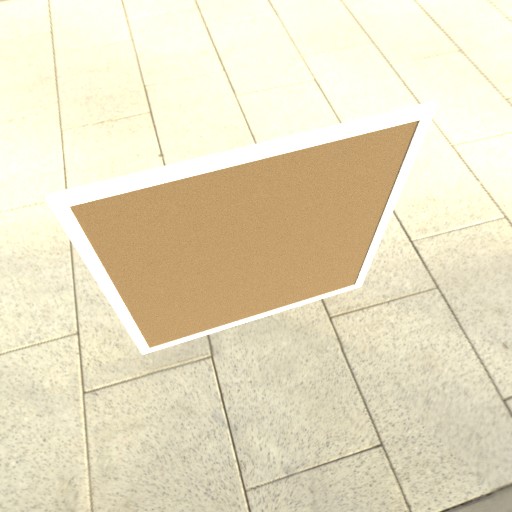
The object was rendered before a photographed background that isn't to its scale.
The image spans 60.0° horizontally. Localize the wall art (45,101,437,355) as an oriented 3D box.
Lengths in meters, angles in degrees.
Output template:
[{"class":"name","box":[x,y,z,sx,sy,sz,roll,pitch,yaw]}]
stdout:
[{"class":"wall art","box":[0.000,0.000,1.222,0.812,0.812,0.015,-16,59,-10]}]
